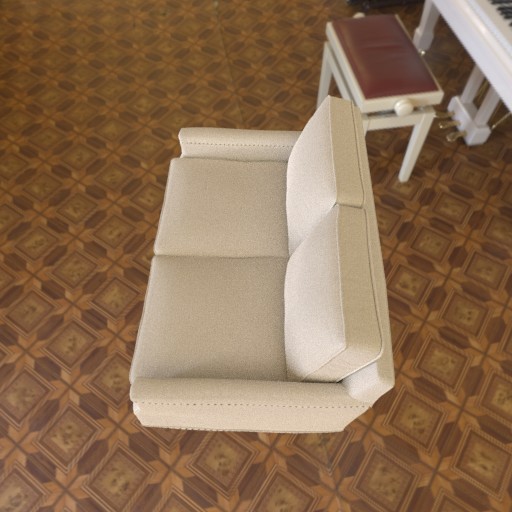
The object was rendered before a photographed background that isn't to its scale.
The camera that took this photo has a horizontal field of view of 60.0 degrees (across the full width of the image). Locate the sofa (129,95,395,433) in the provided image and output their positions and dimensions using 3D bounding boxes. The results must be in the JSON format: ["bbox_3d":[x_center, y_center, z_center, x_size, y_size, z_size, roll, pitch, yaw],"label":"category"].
[{"bbox_3d":[0.000,0.000,2.289,1.084,1.003,1.597,2,58,1],"label":"sofa"}]
